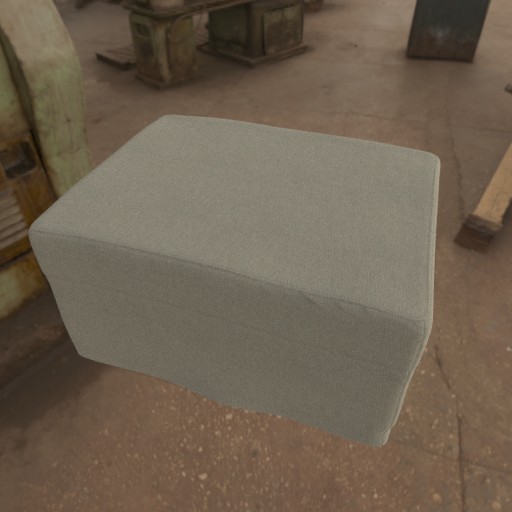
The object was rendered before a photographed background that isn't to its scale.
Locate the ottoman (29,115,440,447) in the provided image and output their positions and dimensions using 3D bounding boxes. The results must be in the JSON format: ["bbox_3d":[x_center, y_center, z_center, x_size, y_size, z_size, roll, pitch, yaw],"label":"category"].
[{"bbox_3d":[0.000,0.000,1.185,0.833,0.461,0.648,12,42,14],"label":"ottoman"}]
